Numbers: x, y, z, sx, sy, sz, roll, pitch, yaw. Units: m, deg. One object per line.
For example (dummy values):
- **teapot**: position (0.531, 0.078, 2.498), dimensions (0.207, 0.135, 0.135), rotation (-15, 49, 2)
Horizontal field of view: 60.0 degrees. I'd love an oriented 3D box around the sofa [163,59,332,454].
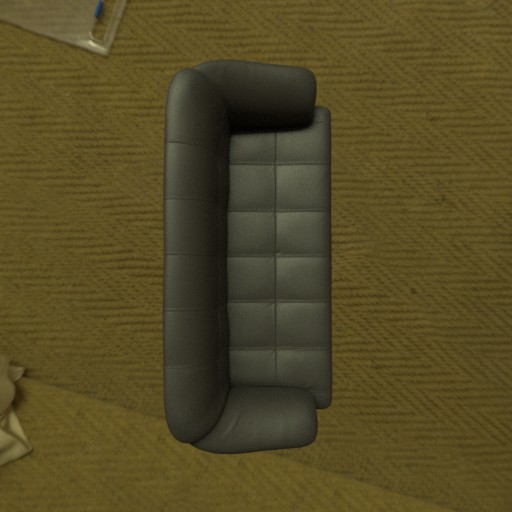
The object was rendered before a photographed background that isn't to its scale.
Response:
- **sofa**: position (0.000, 0.000, 2.266), dimensions (0.800, 0.811, 1.829), rotation (0, 89, 0)
